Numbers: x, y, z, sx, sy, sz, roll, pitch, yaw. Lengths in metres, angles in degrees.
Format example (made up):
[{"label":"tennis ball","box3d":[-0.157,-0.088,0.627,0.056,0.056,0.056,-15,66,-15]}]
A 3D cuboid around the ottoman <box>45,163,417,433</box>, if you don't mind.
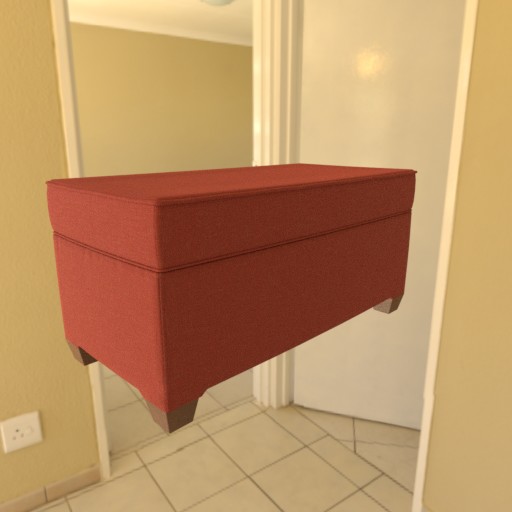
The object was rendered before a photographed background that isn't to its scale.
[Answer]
[{"label":"ottoman","box3d":[0.000,0.000,1.239,0.497,0.454,0.948,15,21,43]}]
